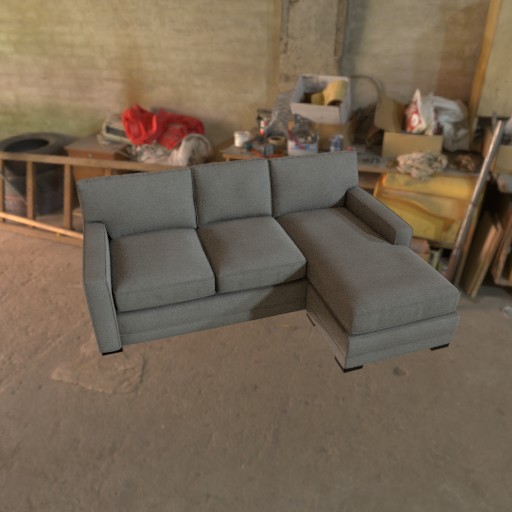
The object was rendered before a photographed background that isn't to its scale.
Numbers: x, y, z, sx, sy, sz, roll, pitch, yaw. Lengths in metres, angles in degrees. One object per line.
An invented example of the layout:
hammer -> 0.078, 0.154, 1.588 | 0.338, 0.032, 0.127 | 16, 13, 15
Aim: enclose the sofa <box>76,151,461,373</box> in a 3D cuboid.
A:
sofa -> 0.000, 0.000, 2.860 | 2.087, 0.861, 1.496 | -10, 33, -15
